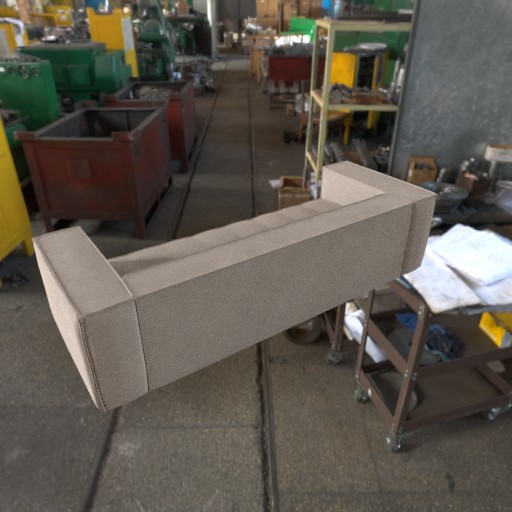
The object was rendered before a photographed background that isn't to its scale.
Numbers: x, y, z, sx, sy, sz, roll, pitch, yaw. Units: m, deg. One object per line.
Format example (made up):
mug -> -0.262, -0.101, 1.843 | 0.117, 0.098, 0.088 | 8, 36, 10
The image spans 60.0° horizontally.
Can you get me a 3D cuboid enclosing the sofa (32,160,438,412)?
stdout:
sofa -> 0.000, 0.000, 3.164 | 2.697, 0.680, 1.038 | -19, 35, -30
